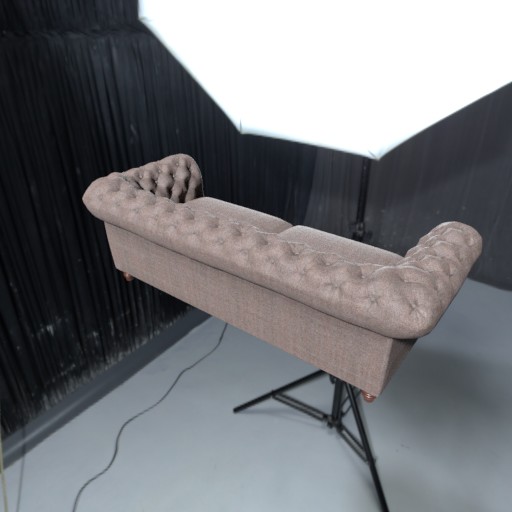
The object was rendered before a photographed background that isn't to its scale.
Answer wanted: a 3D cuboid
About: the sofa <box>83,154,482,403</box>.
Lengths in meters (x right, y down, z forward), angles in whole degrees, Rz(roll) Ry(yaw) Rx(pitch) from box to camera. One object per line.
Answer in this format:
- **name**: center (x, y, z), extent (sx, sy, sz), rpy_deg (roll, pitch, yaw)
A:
- **sofa**: center (0.000, 0.000, 2.812), extent (2.385, 0.787, 0.944), rpy_deg (21, 36, 32)
